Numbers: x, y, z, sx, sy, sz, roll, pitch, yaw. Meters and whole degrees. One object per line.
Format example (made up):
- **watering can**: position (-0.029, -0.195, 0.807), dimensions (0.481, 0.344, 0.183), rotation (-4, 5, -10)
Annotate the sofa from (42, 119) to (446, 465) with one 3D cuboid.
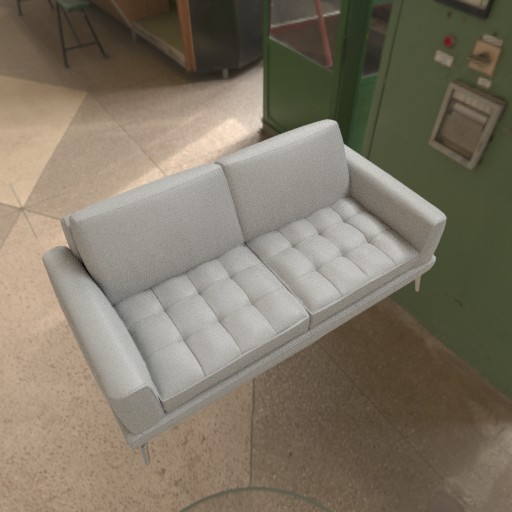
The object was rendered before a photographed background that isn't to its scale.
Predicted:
- **sofa**: position (0.000, 0.000, 2.654), dimensions (2.177, 0.930, 1.121), rotation (-26, 52, -22)
